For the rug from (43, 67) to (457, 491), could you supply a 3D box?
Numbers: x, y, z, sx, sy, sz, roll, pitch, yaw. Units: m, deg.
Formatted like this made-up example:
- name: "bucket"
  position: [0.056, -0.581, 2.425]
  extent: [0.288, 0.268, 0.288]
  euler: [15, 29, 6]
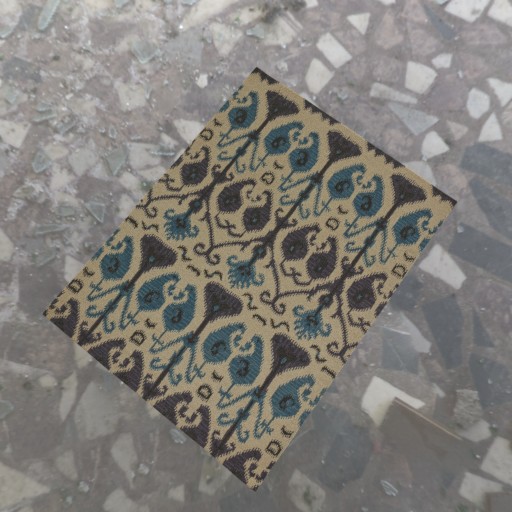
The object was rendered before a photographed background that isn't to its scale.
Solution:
- name: "rug"
  position: [0.000, 0.000, 4.145]
  extent: [2.443, 0.024, 3.228]
  euler: [37, 80, 8]
